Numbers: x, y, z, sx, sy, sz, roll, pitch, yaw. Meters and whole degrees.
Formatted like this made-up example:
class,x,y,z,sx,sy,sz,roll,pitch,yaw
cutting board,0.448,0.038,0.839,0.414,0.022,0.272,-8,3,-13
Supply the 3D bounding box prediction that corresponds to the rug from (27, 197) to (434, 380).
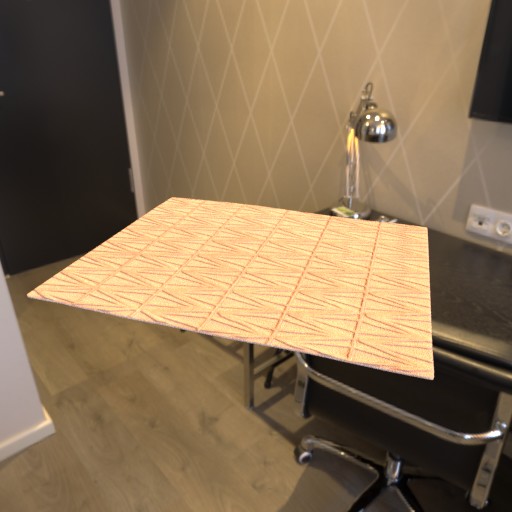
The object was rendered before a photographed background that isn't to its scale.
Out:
class,x,y,z,sx,sy,sz,roll,pitch,yaw
rug,0.000,0.000,4.116,3.052,0.043,2.453,8,28,16
